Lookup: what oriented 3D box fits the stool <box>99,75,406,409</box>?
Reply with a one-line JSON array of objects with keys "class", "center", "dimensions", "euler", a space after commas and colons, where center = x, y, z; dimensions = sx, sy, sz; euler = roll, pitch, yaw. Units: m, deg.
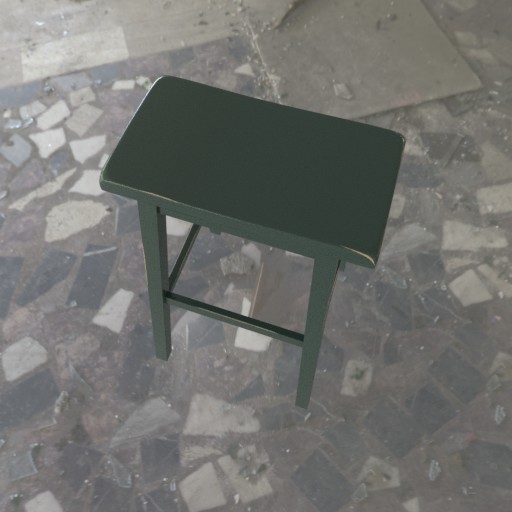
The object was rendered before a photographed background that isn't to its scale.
[{"class": "stool", "center": [0.000, 0.000, 1.035], "dimensions": [0.457, 0.737, 0.476], "euler": [17, 65, 8]}]
